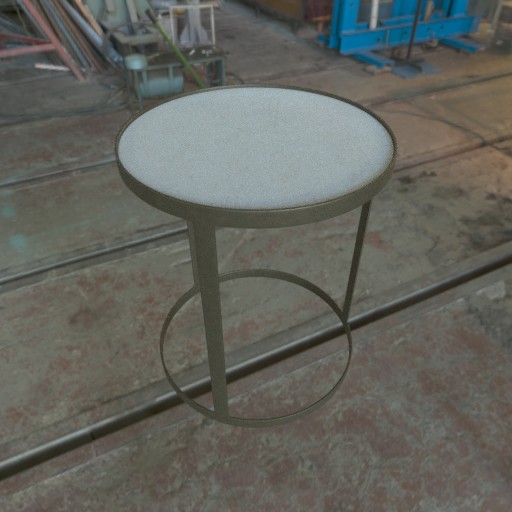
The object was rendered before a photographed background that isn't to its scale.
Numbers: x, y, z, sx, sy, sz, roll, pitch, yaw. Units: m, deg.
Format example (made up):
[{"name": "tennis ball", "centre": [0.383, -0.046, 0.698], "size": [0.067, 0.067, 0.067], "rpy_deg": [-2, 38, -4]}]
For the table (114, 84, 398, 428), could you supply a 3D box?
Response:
[{"name": "table", "centre": [0.000, 0.000, 0.954], "size": [0.480, 0.565, 0.480], "rpy_deg": [0, 40, 0]}]
